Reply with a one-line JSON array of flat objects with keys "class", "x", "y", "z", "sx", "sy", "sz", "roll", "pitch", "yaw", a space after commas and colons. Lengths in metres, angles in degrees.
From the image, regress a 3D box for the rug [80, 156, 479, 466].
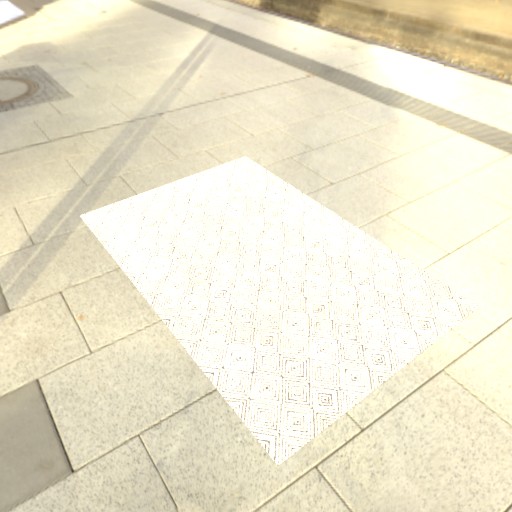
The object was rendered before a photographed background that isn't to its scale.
[{"class": "rug", "x": 0.000, "y": 0.000, "z": 2.265, "sx": 1.175, "sy": 0.008, "sz": 1.783, "roll": -26, "pitch": 47, "yaw": -28}]
